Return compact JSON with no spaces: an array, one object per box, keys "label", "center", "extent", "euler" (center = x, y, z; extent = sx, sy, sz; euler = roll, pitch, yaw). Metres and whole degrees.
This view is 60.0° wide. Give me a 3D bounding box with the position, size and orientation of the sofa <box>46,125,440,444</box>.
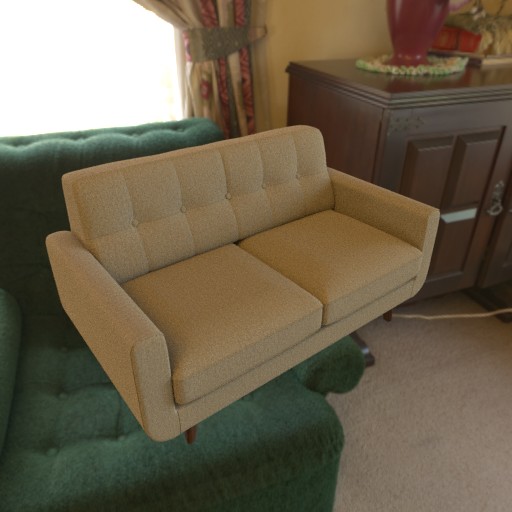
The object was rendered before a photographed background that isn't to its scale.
[{"label":"sofa","center":[0.000,0.000,2.154],"extent":[1.651,0.925,0.952],"euler":[-21,36,-32]}]
